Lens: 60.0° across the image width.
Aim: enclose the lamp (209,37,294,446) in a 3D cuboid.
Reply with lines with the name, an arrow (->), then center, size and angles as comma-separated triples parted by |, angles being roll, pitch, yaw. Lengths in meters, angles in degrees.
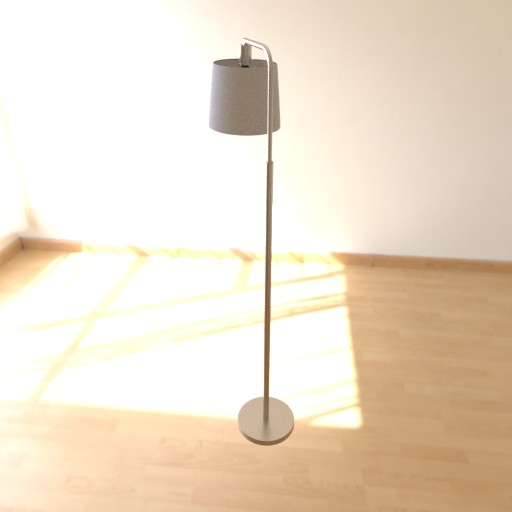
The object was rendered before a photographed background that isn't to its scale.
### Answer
lamp -> 0.000, 0.000, 1.677 | 0.254, 1.478, 0.508 | -9, 29, -17
